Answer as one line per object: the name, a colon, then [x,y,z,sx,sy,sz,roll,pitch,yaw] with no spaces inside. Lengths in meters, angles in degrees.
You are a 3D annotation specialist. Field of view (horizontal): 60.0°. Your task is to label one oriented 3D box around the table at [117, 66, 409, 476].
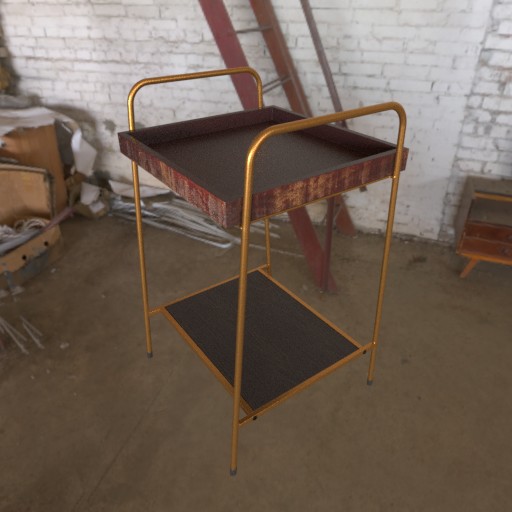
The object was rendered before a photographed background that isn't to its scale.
table: [0.000,0.000,0.986,0.430,0.710,0.430,-21,37,-30]
